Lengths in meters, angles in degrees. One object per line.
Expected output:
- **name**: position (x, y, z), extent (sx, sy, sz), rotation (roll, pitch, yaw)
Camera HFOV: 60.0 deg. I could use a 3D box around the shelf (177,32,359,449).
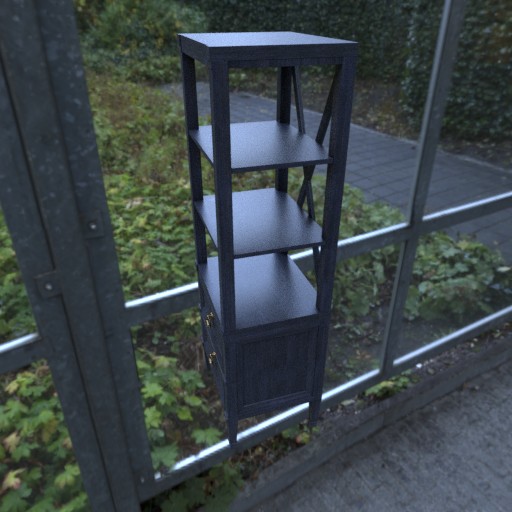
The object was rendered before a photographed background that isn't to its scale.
- **shelf**: position (0.000, 0.000, 1.951), extent (0.472, 1.727, 0.584), rotation (-9, 31, -15)
